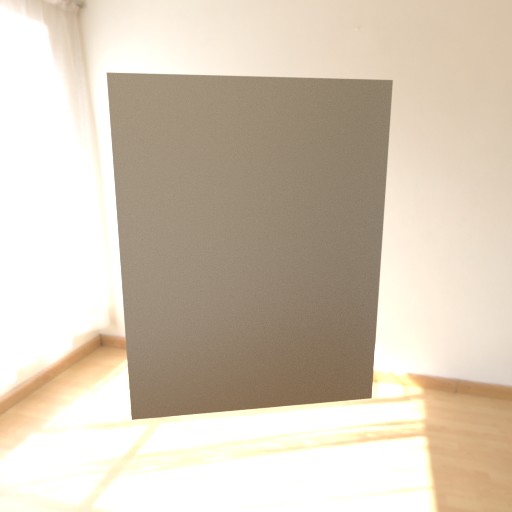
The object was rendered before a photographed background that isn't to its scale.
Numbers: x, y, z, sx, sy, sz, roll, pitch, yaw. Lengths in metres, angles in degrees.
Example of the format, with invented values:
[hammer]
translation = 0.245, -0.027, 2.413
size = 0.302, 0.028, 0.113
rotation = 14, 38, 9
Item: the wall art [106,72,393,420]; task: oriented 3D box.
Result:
[wall art]
translation = 0.000, 0.000, 1.383
size = 0.816, 1.046, 0.030
rotation = -2, 13, -9
